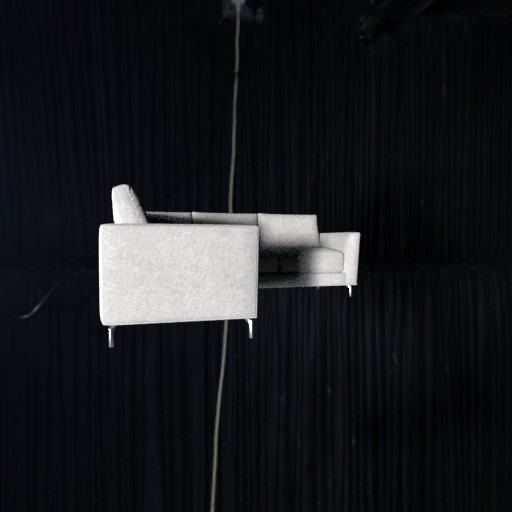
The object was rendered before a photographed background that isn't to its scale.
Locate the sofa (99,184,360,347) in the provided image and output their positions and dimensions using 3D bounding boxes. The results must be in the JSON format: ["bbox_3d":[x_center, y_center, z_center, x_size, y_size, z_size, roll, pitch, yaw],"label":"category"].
[{"bbox_3d":[0.000,0.000,3.743,2.438,0.864,2.438,-1,2,-18],"label":"sofa"}]
